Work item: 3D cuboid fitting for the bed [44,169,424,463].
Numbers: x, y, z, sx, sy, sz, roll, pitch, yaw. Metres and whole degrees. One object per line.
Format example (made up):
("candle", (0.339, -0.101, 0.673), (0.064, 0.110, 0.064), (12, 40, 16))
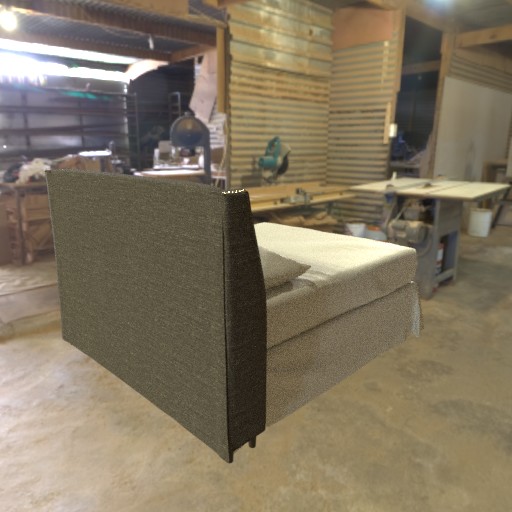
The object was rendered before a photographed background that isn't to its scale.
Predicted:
("bed", (0.000, 0.000, 3.339), (2.276, 1.332, 1.925), (-14, 20, -43))
